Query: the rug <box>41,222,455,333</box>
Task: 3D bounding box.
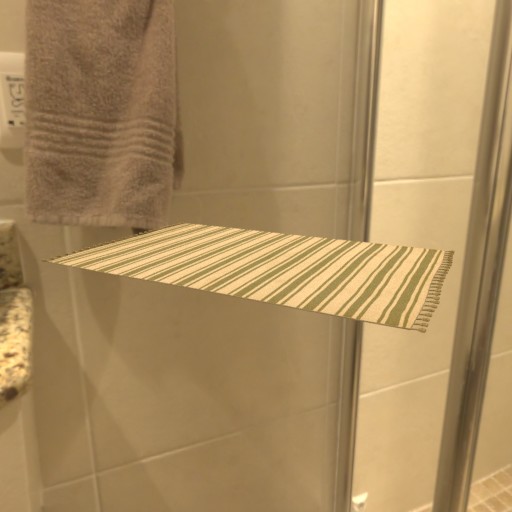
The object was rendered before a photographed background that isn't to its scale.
[{"bbox_3d":[0.000,0.000,3.052,2.435,0.018,1.540,8,17,27],"label":"rug"}]
